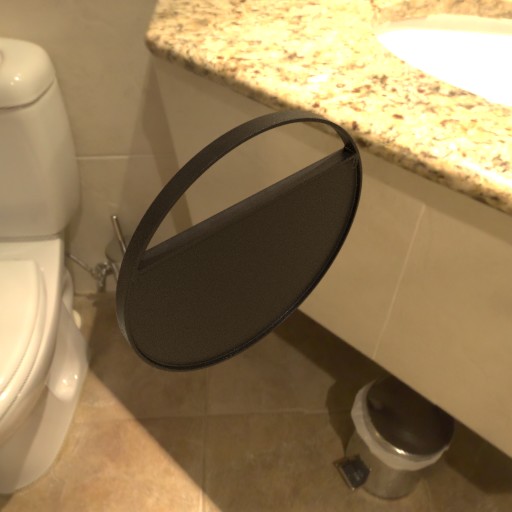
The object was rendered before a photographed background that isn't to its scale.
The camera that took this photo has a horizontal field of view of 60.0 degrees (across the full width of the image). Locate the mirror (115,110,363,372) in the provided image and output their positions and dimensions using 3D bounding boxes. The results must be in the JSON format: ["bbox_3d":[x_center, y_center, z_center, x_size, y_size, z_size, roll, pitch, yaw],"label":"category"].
[{"bbox_3d":[0.000,0.000,0.858,0.565,0.565,0.032,-31,54,-26],"label":"mirror"}]
